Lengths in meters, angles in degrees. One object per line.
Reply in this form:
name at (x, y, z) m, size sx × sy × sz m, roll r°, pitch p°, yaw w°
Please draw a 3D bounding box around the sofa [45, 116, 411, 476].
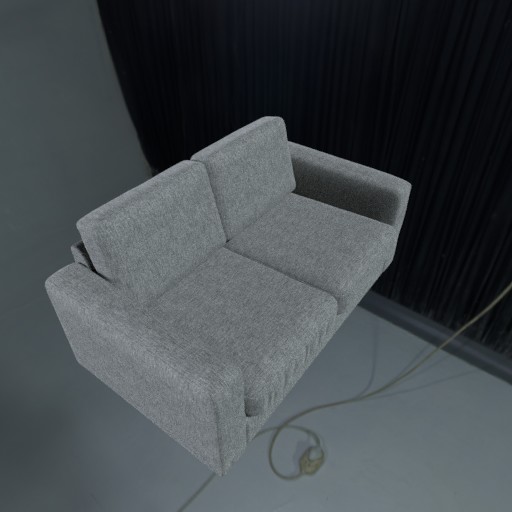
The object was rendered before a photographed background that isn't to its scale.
sofa at (0.000, 0.000, 2.014) m, size 0.900 × 0.800 × 1.520 m, roll 26°, pitch 47°, yaw 27°
